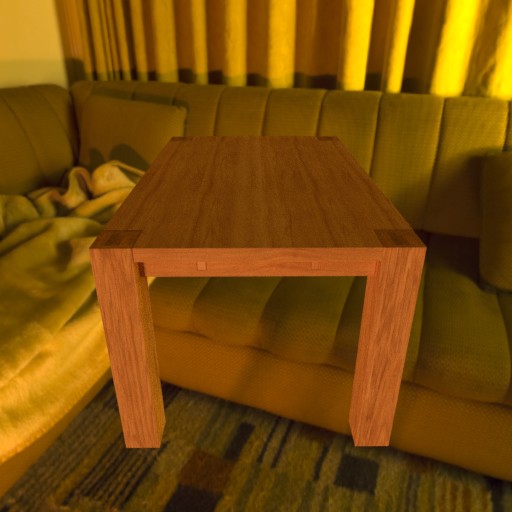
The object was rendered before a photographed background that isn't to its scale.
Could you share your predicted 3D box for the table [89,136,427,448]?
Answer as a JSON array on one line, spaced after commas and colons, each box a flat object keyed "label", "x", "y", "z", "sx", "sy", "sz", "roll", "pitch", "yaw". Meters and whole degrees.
[{"label": "table", "x": 0.000, "y": 0.000, "z": 1.971, "sx": 0.900, "sy": 0.760, "sz": 1.400, "roll": 0, "pitch": 27, "yaw": 0}]
